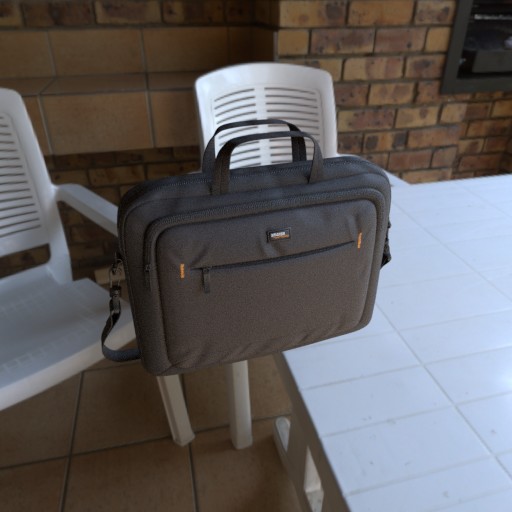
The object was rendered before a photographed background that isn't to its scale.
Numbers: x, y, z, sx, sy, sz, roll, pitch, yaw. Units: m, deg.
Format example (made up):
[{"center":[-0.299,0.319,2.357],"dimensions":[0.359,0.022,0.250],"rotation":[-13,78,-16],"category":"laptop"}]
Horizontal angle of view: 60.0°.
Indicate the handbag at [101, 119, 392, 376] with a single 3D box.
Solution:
[{"center":[0.000,0.000,0.434],"dimensions":[0.320,0.244,0.089],"rotation":[-10,32,-16],"category":"handbag"}]
